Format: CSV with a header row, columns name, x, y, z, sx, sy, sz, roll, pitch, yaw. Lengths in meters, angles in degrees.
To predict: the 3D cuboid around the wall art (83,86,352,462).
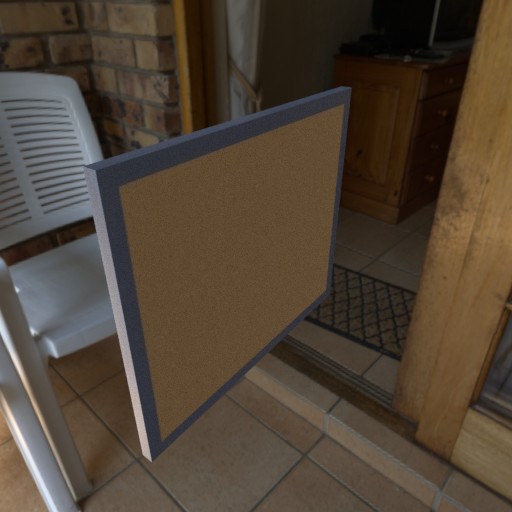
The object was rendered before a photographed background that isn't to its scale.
name,x,y,z,sx,sy,sz,roll,pitch,yaw
wall art,0.000,0.000,0.899,0.026,0.558,0.660,21,37,31
